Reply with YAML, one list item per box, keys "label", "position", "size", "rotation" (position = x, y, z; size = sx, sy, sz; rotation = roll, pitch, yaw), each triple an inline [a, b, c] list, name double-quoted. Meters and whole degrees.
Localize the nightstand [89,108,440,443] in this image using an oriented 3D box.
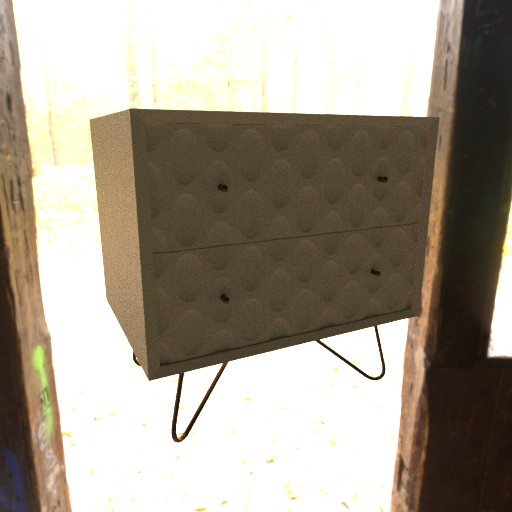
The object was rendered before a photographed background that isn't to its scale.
- label: "nightstand"
  position: [0.000, 0.000, 1.016]
  size: [0.614, 0.604, 0.447]
  rotation: [-8, 17, -26]
